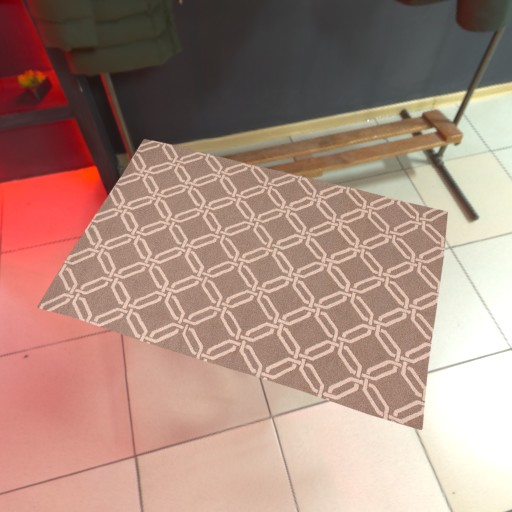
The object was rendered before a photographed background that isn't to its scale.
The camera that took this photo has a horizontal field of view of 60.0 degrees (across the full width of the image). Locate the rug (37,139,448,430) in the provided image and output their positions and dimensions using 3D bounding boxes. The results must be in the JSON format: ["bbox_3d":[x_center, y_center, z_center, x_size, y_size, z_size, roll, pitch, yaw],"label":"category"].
[{"bbox_3d":[0.000,0.000,2.163,1.748,0.010,1.142,15,60,9],"label":"rug"}]
